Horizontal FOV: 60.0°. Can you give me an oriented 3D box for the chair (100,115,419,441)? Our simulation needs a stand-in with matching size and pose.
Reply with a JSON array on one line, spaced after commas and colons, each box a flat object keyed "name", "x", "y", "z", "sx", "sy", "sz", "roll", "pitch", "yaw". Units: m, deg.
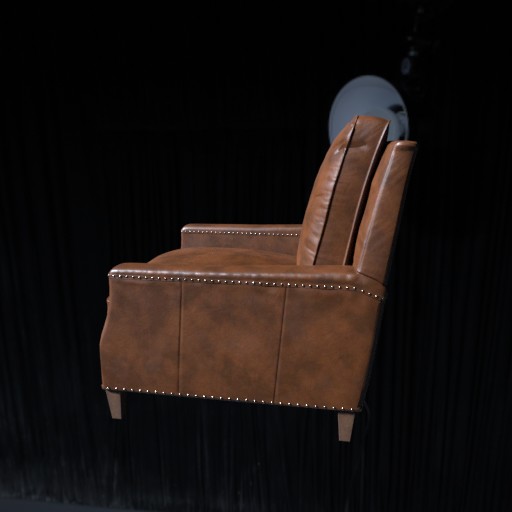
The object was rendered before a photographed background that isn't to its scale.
[{"name": "chair", "x": 0.000, "y": 0.000, "z": 1.794, "sx": 1.035, "sy": 1.054, "sz": 0.854, "roll": 2, "pitch": 15, "yaw": 9}]
